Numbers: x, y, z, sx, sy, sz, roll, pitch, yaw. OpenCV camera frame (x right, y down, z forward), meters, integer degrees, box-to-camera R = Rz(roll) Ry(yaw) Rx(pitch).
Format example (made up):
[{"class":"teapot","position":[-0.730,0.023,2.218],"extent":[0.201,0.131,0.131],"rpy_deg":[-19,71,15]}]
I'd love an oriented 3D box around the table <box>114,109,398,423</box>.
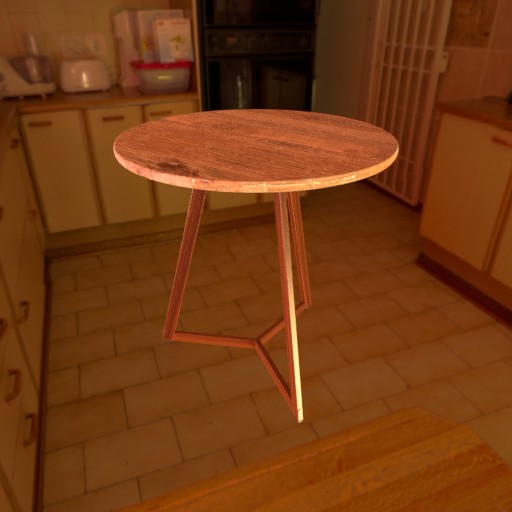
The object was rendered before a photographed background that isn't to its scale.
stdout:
[{"class":"table","position":[0.000,0.000,0.926],"extent":[0.500,0.500,0.500],"rpy_deg":[0,29,0]}]
